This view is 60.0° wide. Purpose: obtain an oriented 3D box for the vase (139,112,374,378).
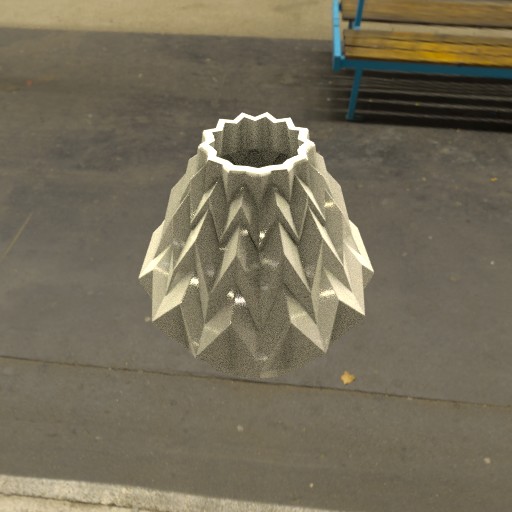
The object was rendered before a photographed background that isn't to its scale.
[{"bbox_3d":[0.000,0.000,0.310,0.164,0.185,0.164,0,46,0],"label":"vase"}]
